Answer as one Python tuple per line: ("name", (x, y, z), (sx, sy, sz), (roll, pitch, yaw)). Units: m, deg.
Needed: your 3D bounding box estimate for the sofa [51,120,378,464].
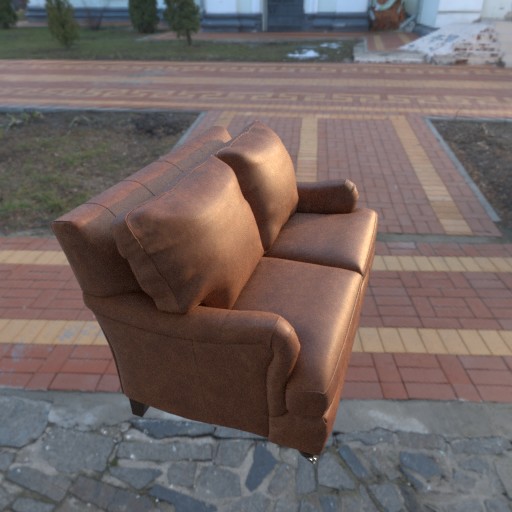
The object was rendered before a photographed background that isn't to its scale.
("sofa", (0.000, 0.000, 2.198), (1.077, 1.004, 1.527), (10, 32, 17))
